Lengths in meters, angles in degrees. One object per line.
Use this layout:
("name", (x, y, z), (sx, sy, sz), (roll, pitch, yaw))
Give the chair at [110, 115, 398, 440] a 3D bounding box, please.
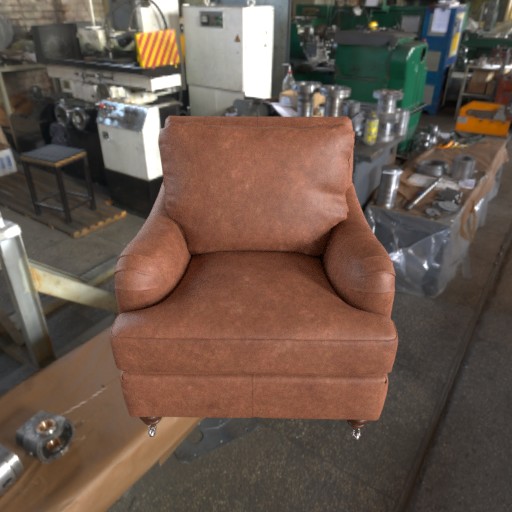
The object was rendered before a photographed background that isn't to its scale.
("chair", (0.000, 0.000, 1.908), (0.986, 1.055, 1.158), (0, 30, 1))
